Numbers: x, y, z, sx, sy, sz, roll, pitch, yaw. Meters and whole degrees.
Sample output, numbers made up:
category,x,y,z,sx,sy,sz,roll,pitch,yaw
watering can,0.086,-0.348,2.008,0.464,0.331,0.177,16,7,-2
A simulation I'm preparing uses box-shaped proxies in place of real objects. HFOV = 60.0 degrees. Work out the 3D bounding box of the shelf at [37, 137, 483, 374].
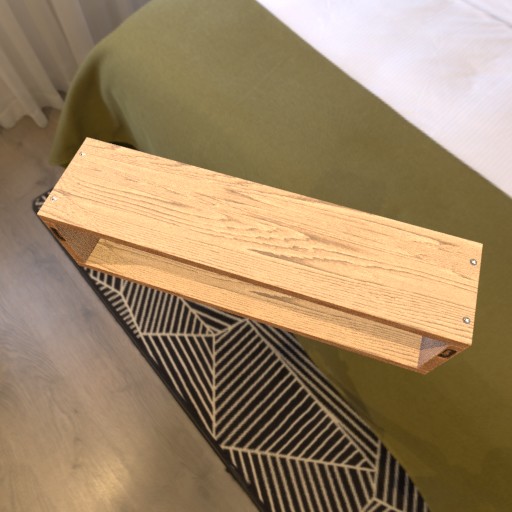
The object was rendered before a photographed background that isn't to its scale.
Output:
category,x,y,z,sx,sy,sz,roll,pitch,yaw
shelf,0.000,0.000,0.698,0.610,0.170,0.150,16,64,8
